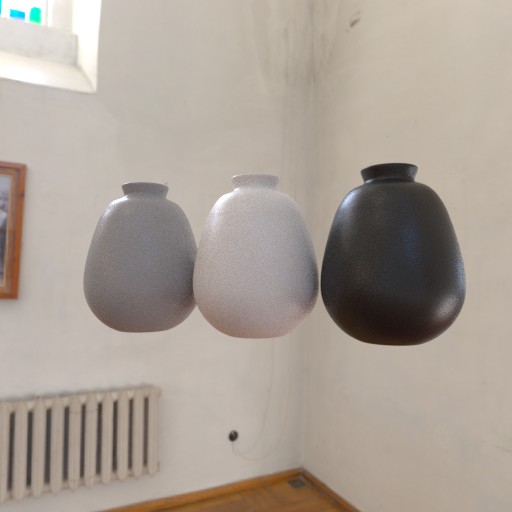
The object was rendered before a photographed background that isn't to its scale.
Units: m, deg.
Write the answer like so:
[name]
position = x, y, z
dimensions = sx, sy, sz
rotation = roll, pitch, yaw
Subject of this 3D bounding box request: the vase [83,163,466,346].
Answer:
[vase]
position = 0.000, 0.000, 0.346
dimensions = 0.297, 0.122, 0.097
rotation = -1, -2, 19
